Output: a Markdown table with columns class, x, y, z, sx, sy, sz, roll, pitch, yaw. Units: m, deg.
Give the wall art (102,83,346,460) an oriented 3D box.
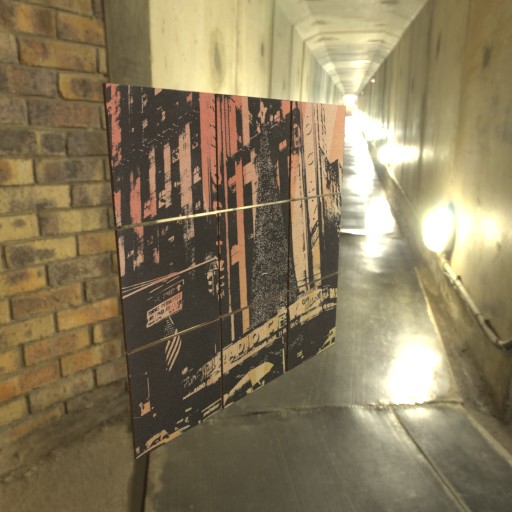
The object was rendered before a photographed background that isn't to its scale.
| class | x | y | z | sx | sy | sz | roll | pitch | yaw |
| --- | --- | --- | --- | --- | --- | --- | --- | --- | --- |
| wall art | 0.000 | 0.000 | 1.357 | 0.010 | 0.917 | 0.919 | 14 | 20 | 41 |
